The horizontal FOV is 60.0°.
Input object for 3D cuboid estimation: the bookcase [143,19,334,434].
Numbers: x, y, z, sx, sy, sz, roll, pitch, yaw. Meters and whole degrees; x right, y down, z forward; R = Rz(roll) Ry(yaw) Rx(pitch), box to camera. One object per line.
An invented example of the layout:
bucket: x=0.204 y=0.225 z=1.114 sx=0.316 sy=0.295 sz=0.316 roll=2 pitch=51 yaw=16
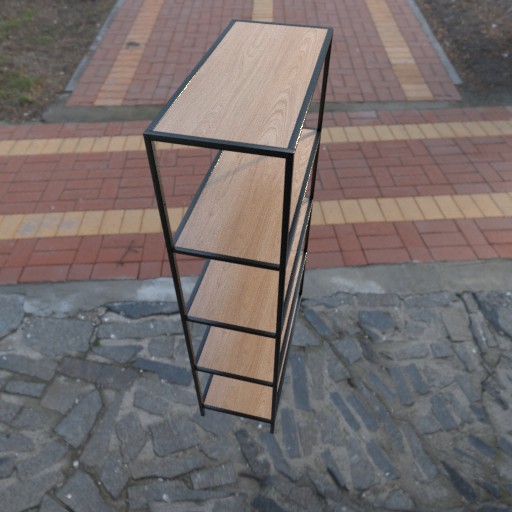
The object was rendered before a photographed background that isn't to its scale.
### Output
bookcase: x=0.000 y=0.000 z=1.784 sx=0.350 sy=1.500 sz=0.770 roll=10 pitch=47 yaw=9
